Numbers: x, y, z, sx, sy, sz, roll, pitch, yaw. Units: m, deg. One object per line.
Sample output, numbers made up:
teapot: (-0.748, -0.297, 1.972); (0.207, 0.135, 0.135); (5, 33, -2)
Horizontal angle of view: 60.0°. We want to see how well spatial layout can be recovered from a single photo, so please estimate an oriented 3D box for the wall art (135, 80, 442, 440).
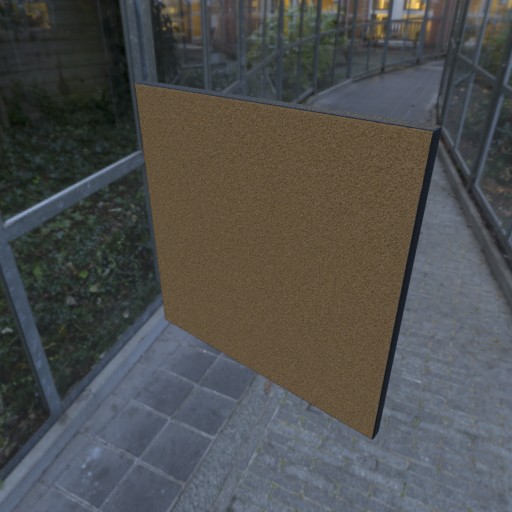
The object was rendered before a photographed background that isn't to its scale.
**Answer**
wall art: (0.000, 0.000, 0.668); (0.456, 0.453, 0.022); (22, 37, 33)
